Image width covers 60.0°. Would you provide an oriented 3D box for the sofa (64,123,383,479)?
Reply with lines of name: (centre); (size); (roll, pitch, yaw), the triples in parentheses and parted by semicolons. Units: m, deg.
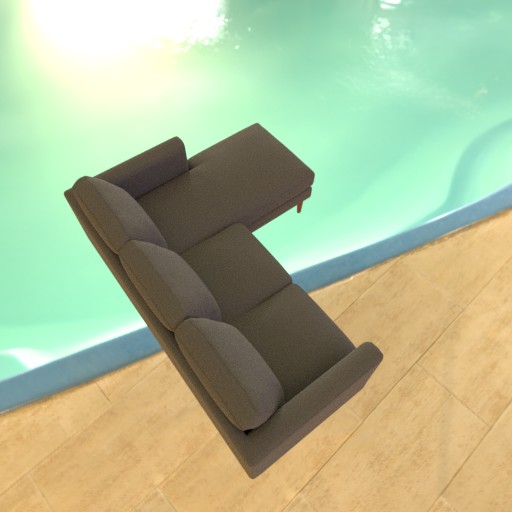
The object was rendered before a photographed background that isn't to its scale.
sofa: (0.000, 0.000, 2.877); (1.591, 0.897, 2.031); (-33, 63, -19)
